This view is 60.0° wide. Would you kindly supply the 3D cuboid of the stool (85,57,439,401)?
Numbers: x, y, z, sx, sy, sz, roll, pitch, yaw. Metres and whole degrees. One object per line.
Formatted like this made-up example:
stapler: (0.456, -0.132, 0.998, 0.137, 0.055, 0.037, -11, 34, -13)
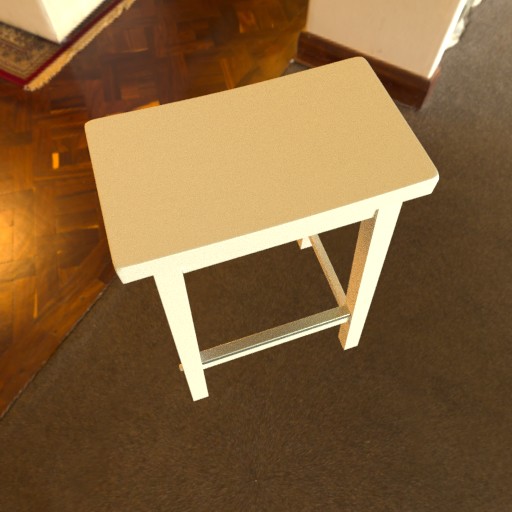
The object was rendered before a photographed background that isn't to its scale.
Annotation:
stool: (0.000, 0.000, 0.836, 0.406, 0.610, 0.322, -17, 64, -8)
